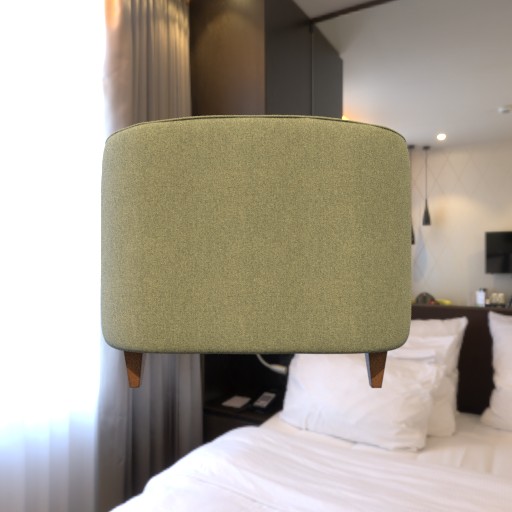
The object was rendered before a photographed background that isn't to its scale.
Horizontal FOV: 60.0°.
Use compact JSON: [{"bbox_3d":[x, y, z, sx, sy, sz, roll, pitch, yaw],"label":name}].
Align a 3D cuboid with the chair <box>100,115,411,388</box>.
[{"bbox_3d":[0.000,0.000,1.798,1.094,0.852,0.945,0,0,0],"label":"chair"}]
